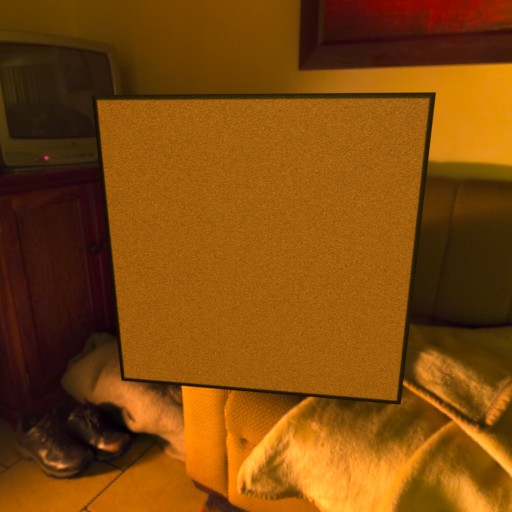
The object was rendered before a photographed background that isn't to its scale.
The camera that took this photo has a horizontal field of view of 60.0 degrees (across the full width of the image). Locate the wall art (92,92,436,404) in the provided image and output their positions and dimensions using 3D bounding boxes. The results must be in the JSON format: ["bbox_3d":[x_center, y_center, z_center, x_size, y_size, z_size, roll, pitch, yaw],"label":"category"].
[{"bbox_3d":[0.000,0.000,0.744,0.513,0.511,0.028,2,17,8],"label":"wall art"}]
